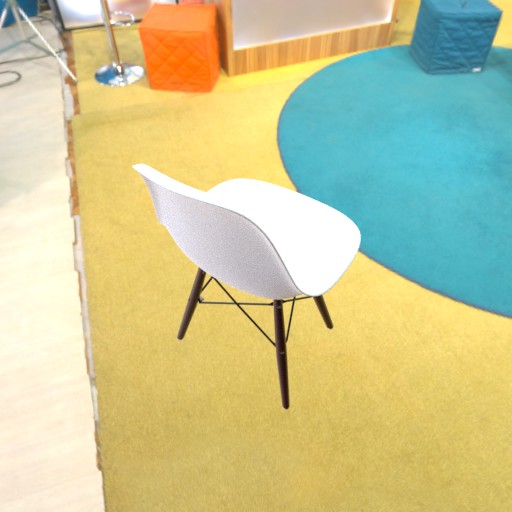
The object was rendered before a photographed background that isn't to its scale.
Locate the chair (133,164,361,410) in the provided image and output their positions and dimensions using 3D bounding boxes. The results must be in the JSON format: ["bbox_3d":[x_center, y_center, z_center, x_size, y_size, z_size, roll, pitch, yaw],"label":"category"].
[{"bbox_3d":[0.000,0.000,1.185,0.470,0.826,0.533,26,53,21],"label":"chair"}]
